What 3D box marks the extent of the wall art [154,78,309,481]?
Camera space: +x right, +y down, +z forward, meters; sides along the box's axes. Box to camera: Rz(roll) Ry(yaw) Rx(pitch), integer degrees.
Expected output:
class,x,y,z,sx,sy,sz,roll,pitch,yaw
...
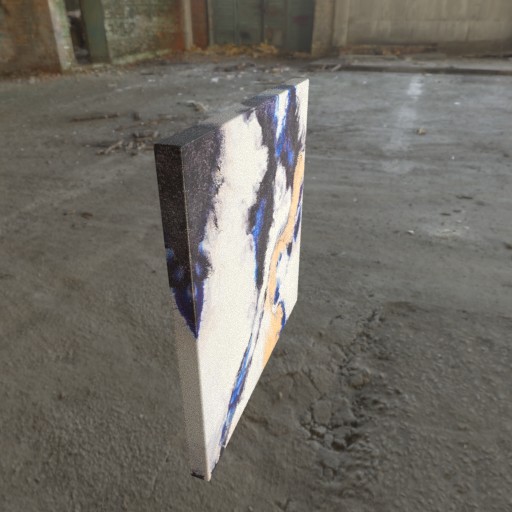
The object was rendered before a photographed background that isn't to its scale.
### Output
class,x,y,z,sx,sy,sz,roll,pitch,yaw
wall art,0.000,0.000,0.907,0.039,0.609,0.609,10,31,17
